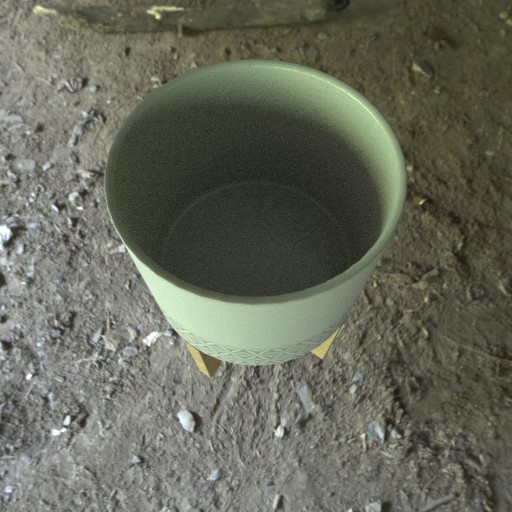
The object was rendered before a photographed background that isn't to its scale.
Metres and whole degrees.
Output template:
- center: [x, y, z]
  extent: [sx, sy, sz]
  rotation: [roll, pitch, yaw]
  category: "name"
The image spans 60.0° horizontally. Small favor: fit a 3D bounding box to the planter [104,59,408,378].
- center: [0.000, 0.000, 0.393]
  extent: [0.188, 0.260, 0.188]
  rotation: [0, 63, 0]
  category: "planter"
